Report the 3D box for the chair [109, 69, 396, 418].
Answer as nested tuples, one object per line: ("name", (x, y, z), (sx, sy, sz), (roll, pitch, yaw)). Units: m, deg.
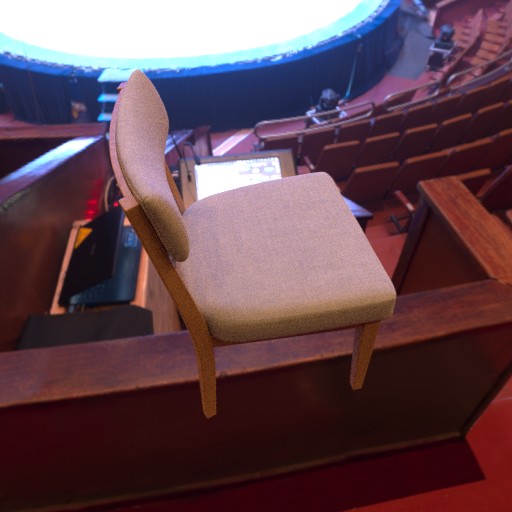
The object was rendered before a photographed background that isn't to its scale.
("chair", (0.000, 0.000, 1.160), (0.572, 0.832, 0.508), (-9, 47, -9))
